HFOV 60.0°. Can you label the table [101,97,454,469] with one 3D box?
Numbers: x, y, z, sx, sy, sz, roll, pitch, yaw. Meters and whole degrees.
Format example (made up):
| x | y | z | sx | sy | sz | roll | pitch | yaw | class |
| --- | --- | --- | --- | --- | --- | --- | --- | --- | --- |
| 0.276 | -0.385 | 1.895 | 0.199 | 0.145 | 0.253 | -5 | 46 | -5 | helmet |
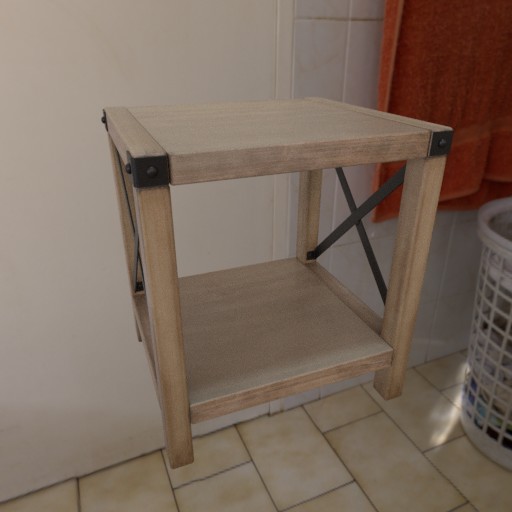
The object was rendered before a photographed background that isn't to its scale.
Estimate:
| x | y | z | sx | sy | sz | roll | pitch | yaw | class |
| --- | --- | --- | --- | --- | --- | --- | --- | --- | --- |
| 0.000 | 0.000 | 0.920 | 0.510 | 0.561 | 0.459 | -10 | 28 | -19 | table |
